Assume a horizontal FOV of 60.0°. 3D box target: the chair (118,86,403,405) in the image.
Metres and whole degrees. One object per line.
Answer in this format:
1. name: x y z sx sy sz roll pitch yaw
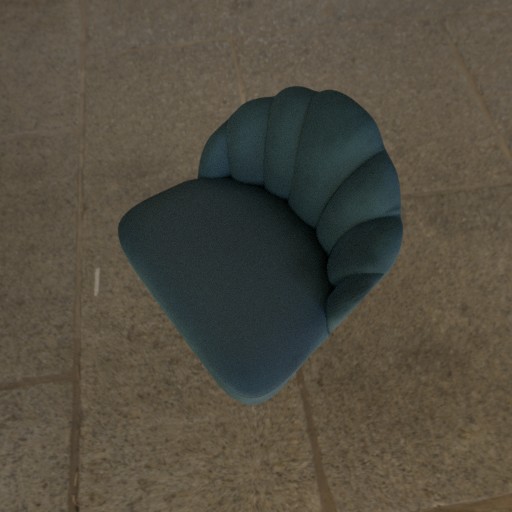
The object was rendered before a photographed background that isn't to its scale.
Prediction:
1. chair: 0.000 0.000 1.278 0.599 0.819 0.657 -35 69 -16
